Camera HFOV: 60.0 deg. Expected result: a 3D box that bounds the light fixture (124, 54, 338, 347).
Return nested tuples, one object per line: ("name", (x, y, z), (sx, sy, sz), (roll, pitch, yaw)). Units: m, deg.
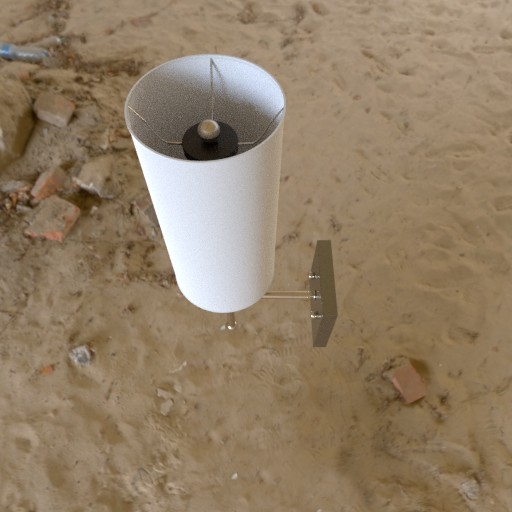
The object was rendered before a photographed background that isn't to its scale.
("light fixture", (0.000, 0.000, 0.549), (0.208, 0.462, 0.128), (1, 58, 0))
